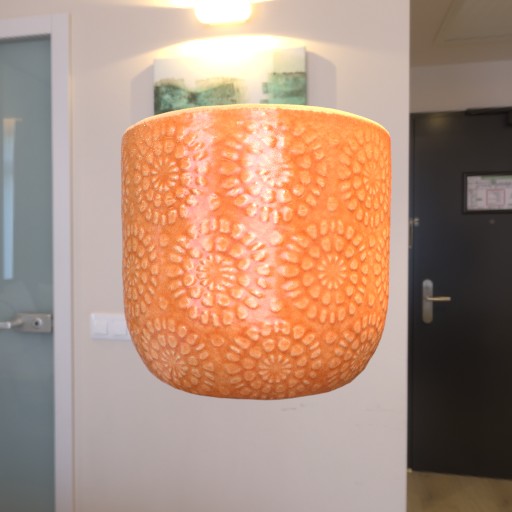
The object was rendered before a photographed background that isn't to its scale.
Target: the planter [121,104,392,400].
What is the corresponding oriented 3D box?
[{"bbox_3d":[0.000,0.000,0.287,0.170,0.152,0.170,0,1,0],"label":"planter"}]
